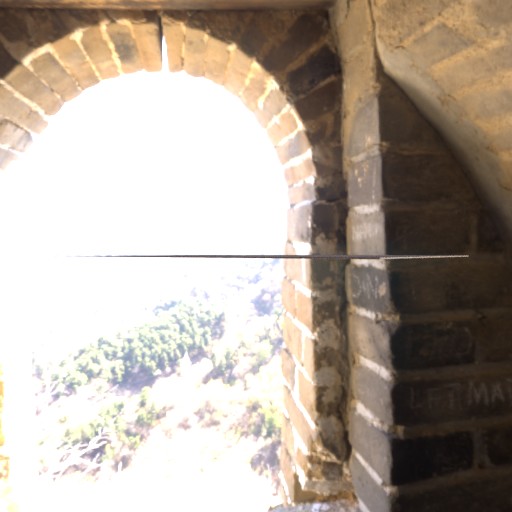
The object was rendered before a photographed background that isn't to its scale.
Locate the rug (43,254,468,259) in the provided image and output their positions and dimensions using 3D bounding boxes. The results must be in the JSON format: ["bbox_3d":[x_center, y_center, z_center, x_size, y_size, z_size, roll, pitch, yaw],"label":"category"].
[{"bbox_3d":[0.000,0.000,2.860,2.227,0.008,1.611,0,0,36],"label":"rug"}]
